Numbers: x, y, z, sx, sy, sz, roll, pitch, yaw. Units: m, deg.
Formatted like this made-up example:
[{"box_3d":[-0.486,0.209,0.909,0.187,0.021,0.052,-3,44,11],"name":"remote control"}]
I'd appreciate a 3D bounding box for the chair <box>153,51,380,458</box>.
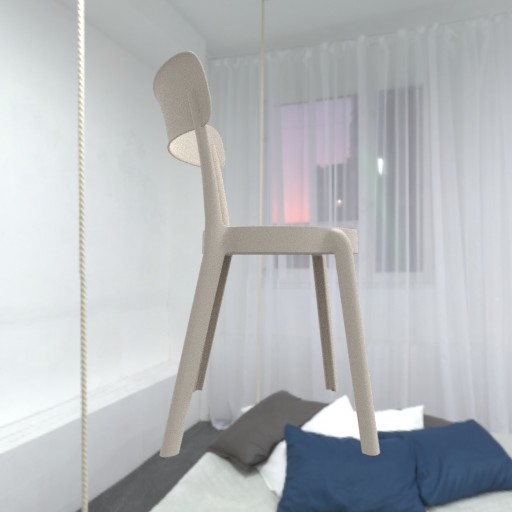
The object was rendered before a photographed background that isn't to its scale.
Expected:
[{"box_3d":[0.000,0.000,1.094,0.491,0.790,0.506,0,0,-1],"name":"chair"}]
